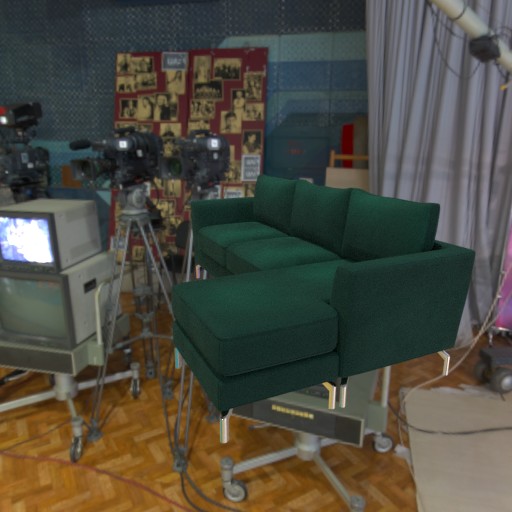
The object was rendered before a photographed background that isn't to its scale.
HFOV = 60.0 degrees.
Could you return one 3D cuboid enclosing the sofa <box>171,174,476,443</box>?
[{"bbox_3d":[0.000,0.000,3.199,1.489,1.007,2.441,-7,17,-25],"label":"sofa"}]
